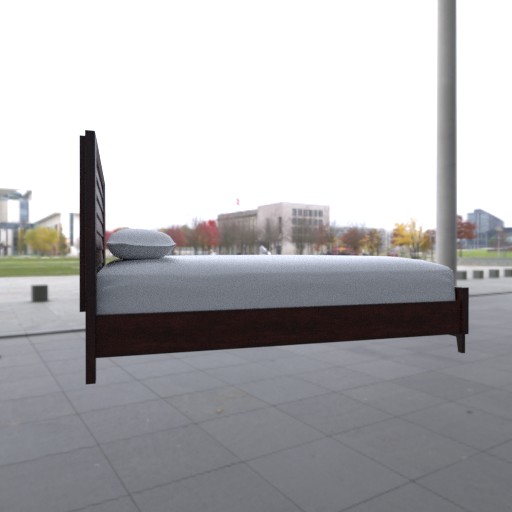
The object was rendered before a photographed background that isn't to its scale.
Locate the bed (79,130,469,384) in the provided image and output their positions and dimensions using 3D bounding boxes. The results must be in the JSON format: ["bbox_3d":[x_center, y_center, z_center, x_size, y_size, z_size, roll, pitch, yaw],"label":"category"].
[{"bbox_3d":[0.000,0.000,3.964,2.803,1.492,2.040,0,0,-17],"label":"bed"}]
